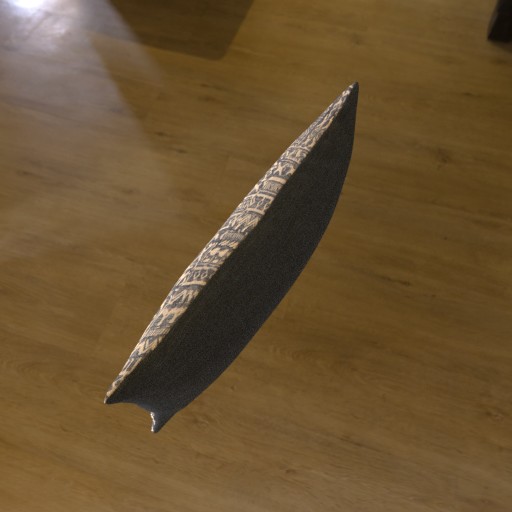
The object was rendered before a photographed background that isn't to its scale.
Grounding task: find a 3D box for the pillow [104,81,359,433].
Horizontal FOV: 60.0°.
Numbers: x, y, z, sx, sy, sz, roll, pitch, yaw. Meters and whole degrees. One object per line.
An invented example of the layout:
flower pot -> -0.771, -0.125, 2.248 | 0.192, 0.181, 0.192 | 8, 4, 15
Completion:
pillow -> 0.000, 0.000, 0.740 | 0.148, 0.292, 0.631 | 31, 67, 14
